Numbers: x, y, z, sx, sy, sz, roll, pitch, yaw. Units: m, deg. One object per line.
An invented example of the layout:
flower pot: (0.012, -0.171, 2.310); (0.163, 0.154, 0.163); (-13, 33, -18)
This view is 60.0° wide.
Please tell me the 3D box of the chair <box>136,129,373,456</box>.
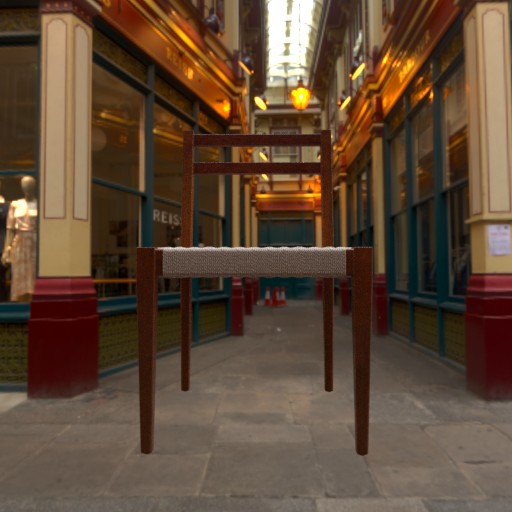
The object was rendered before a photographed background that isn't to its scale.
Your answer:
chair: (0.000, 0.000, 1.210); (0.495, 0.851, 0.569); (0, -2, 1)
